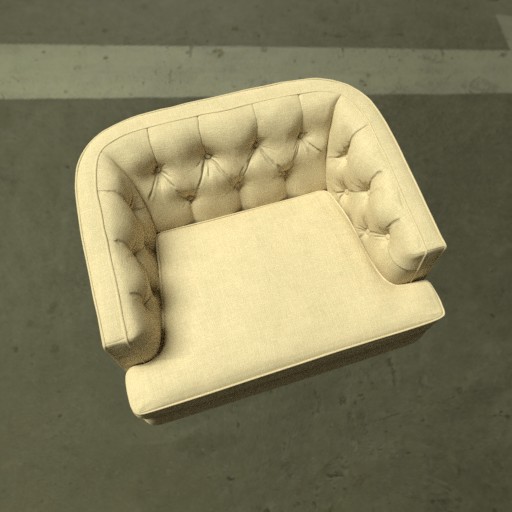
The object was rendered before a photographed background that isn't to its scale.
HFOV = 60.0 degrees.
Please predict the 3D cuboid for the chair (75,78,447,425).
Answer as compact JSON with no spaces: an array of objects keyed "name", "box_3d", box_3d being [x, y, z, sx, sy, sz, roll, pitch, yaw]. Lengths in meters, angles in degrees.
[{"name":"chair","box_3d":[0.000,0.000,1.686,1.118,0.787,0.914,-16,64,-8]}]
